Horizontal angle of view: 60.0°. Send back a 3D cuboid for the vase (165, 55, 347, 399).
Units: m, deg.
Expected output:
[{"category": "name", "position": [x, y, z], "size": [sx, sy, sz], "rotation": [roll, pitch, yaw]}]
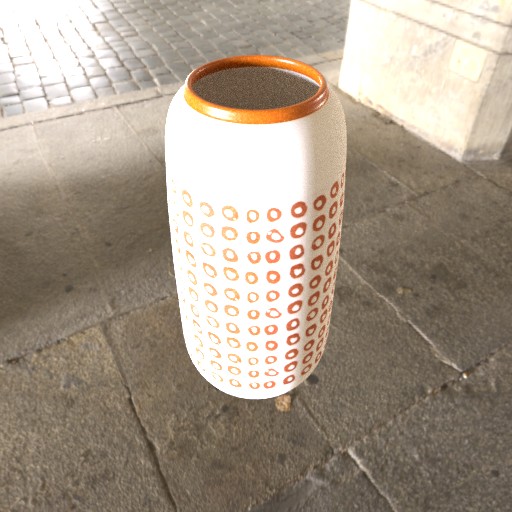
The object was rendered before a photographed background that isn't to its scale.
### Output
[{"category": "vase", "position": [0.000, 0.000, 0.353], "size": [0.133, 0.282, 0.133], "rotation": [0, 44, 0]}]
